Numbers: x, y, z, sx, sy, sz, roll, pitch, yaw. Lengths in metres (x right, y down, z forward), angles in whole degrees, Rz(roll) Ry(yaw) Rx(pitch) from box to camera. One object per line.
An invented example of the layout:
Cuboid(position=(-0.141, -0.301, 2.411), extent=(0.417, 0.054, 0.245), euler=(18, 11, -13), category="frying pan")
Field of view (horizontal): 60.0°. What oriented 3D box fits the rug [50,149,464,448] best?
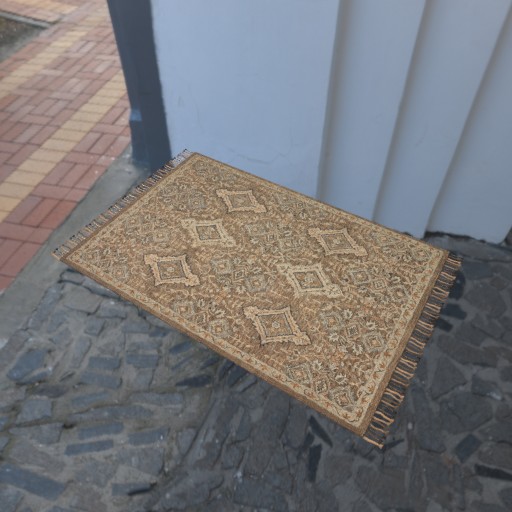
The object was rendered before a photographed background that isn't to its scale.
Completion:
Cuboid(position=(0.000, 0.000, 3.060), extent=(2.434, 0.010, 1.516), euler=(25, 52, 21), category="rug")
